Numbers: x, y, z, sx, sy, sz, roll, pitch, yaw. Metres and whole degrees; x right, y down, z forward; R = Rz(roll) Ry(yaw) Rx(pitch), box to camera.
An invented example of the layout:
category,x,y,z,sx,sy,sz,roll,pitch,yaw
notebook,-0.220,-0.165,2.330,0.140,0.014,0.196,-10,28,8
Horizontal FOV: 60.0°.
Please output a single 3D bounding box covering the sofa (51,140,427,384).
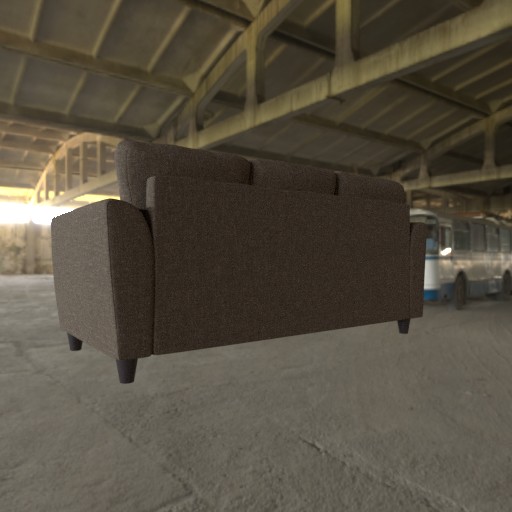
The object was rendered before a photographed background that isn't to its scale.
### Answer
category,x,y,z,sx,sy,sz,roll,pitch,yaw
sofa,0.000,0.000,2.329,1.847,0.891,0.837,0,0,-37
